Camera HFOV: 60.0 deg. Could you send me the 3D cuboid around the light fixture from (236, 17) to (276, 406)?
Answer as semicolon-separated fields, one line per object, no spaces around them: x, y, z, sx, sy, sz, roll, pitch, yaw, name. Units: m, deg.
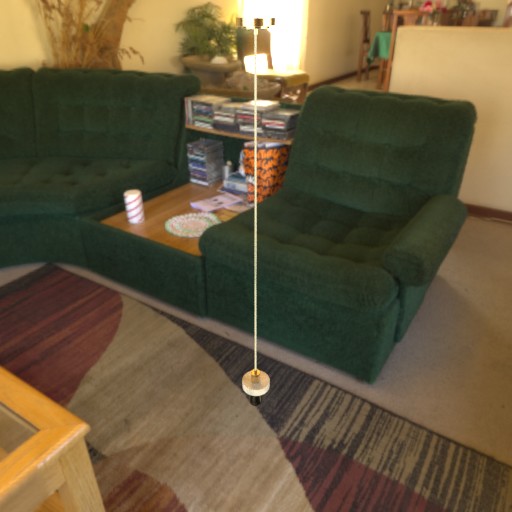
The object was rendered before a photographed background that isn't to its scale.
0.000;0.000;1.760;0.129;1.669;0.129;7;31;13;light fixture
